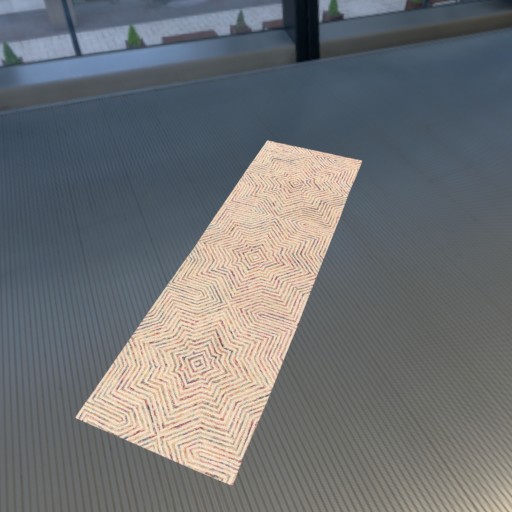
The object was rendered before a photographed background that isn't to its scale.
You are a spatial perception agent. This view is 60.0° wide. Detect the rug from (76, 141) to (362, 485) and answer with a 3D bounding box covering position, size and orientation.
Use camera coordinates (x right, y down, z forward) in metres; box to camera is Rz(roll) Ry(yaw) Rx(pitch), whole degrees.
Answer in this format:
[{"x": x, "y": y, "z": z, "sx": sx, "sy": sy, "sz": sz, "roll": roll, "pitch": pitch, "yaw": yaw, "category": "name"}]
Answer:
[{"x": 0.000, "y": 0.000, "z": 2.654, "sx": 0.771, "sy": 0.009, "sz": 2.443, "roll": 16, "pitch": 48, "yaw": 15, "category": "rug"}]
